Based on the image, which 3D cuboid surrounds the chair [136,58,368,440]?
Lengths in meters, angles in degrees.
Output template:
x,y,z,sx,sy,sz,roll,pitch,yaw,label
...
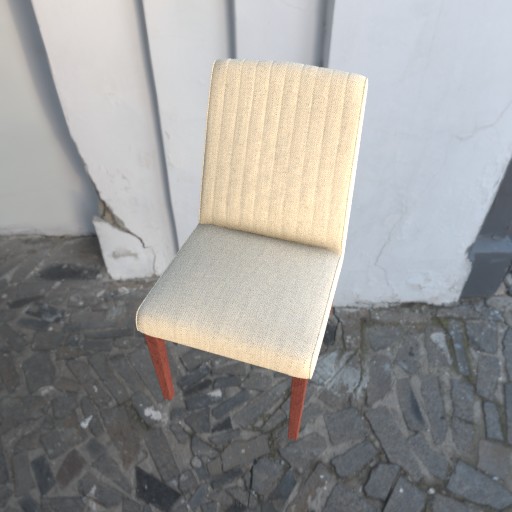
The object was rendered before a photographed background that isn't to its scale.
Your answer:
x,y,z,sx,sy,sz,roll,pitch,yaw,label
0.000,0.000,1.274,0.480,0.900,0.594,13,44,13,chair
